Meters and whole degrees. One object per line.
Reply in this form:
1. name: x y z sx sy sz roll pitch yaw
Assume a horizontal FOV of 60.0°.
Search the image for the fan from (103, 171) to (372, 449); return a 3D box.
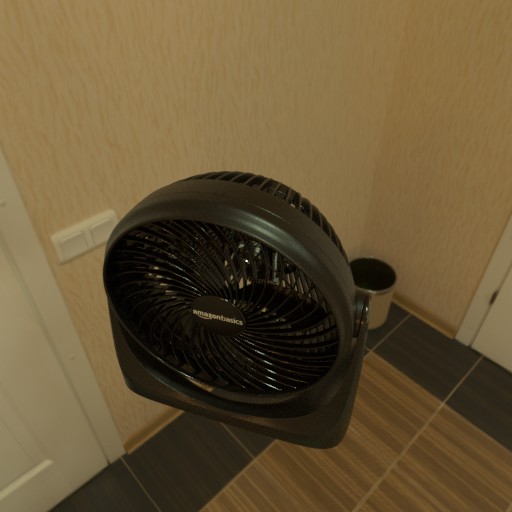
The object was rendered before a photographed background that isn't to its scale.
1. fan: 0.000 0.000 0.491 0.273 0.277 0.256 12 42 13
